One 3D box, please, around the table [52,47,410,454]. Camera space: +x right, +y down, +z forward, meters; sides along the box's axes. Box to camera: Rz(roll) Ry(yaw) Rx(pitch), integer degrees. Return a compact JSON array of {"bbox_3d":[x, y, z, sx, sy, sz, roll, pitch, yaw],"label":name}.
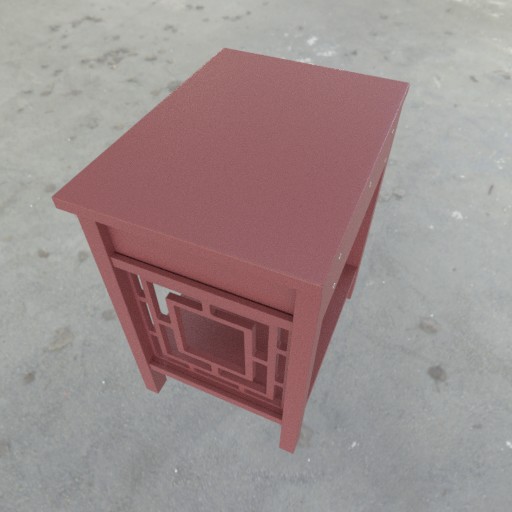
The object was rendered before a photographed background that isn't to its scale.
[{"bbox_3d":[0.000,0.000,1.068,0.451,0.686,0.599,18,50,16],"label":"table"}]
